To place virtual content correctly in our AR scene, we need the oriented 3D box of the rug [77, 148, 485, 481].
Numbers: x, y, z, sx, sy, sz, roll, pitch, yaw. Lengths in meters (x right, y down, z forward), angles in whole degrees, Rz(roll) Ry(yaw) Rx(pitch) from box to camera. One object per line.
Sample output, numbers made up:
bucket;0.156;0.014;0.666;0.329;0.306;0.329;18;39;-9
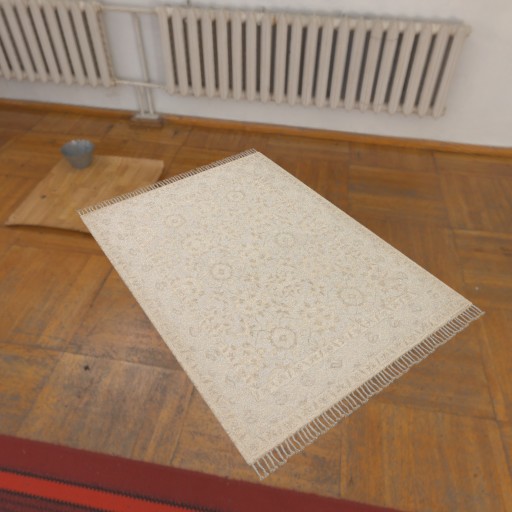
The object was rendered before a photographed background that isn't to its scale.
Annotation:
rug;0.000;0.000;2.226;1.223;0.015;1.771;-26;49;-25
